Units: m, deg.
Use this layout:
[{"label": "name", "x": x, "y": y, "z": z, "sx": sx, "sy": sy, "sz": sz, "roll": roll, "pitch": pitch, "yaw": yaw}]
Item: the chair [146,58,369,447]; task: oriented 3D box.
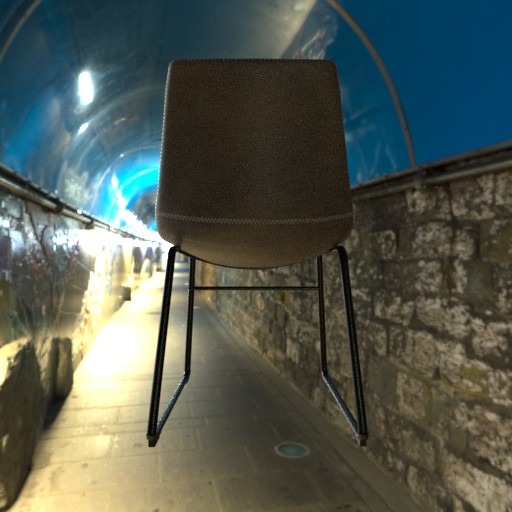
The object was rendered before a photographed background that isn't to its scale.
[{"label": "chair", "x": 0.000, "y": 0.000, "z": 1.134, "sx": 0.460, "sy": 0.780, "sz": 0.550, "roll": 0, "pitch": 0, "yaw": 0}]
